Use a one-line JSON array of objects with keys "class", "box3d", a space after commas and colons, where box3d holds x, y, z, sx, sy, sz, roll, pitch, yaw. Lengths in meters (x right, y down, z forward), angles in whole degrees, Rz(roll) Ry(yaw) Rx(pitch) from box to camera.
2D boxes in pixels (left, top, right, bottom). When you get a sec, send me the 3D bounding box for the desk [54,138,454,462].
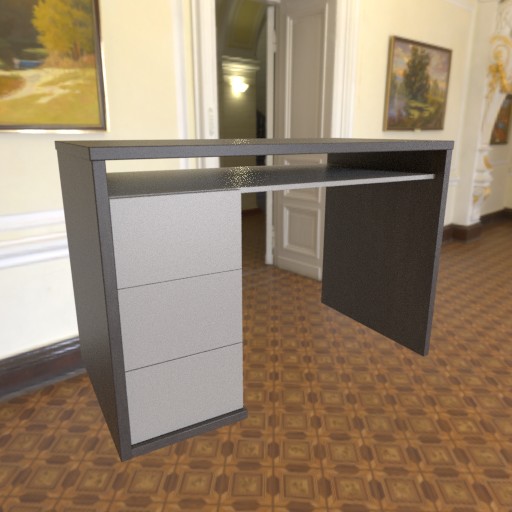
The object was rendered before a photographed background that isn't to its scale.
[{"class": "desk", "box3d": [0.000, 0.000, 1.489, 1.100, 0.750, 0.600, -9, 18, -28]}]
